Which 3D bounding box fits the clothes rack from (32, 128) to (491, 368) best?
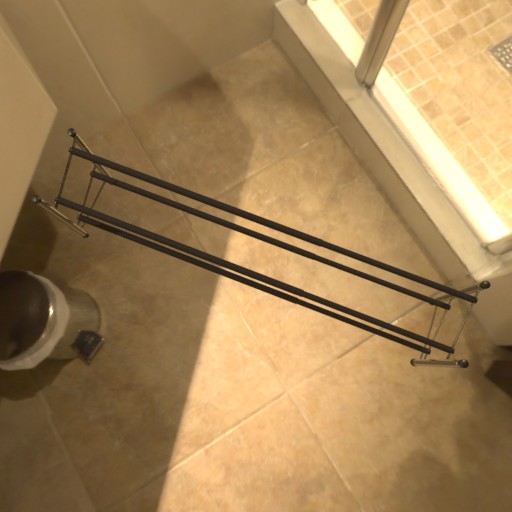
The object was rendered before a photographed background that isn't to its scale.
[{"bbox_3d":[0.000,0.000,1.291,1.168,0.349,0.229,21,78,5],"label":"clothes rack"}]
